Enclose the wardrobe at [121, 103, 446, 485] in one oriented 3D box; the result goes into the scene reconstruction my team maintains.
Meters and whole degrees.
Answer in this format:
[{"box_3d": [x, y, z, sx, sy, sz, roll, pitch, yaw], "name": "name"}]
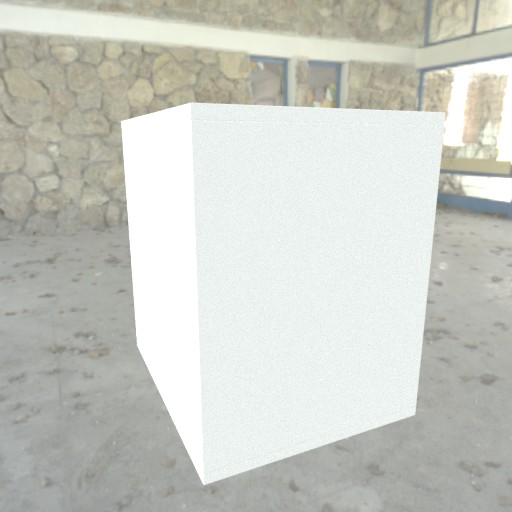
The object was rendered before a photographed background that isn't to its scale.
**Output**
[{"box_3d": [0.000, 0.000, 0.871, 0.400, 0.520, 0.500, -7, 16, -24], "name": "wardrobe"}]
